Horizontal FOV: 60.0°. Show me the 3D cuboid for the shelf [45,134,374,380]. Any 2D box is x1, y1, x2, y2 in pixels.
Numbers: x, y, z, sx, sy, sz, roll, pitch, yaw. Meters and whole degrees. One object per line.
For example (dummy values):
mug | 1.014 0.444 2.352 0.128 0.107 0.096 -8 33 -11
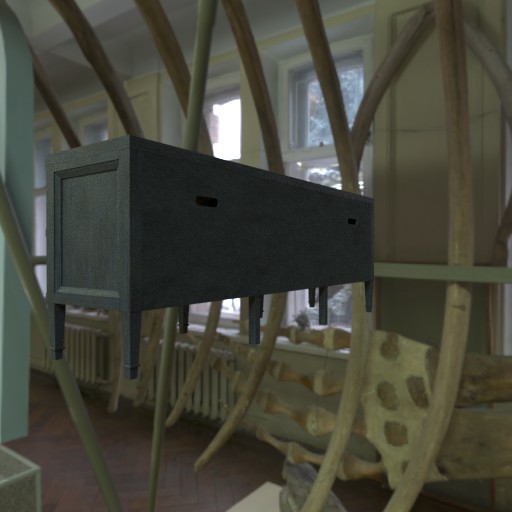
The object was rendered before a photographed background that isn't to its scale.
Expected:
shelf | 0.000 0.000 2.179 0.471 0.715 1.878 0 1 36
